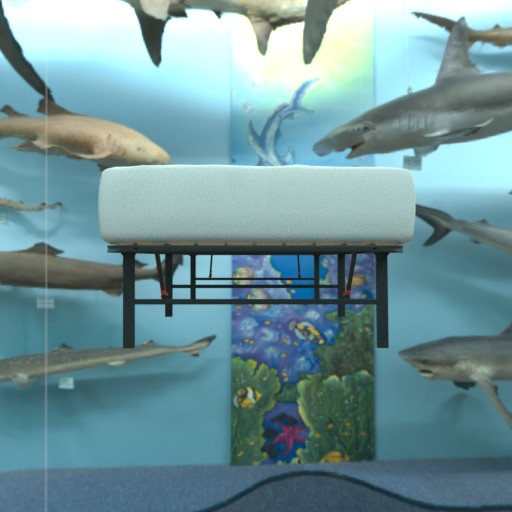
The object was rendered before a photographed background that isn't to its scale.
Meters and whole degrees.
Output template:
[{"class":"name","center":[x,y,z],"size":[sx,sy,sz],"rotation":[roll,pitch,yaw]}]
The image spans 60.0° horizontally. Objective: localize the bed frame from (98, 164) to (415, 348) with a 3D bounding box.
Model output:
[{"class":"bed frame","center":[0.000,0.000,2.342],"size":[1.025,0.640,1.908],"rotation":[0,0,0]}]
